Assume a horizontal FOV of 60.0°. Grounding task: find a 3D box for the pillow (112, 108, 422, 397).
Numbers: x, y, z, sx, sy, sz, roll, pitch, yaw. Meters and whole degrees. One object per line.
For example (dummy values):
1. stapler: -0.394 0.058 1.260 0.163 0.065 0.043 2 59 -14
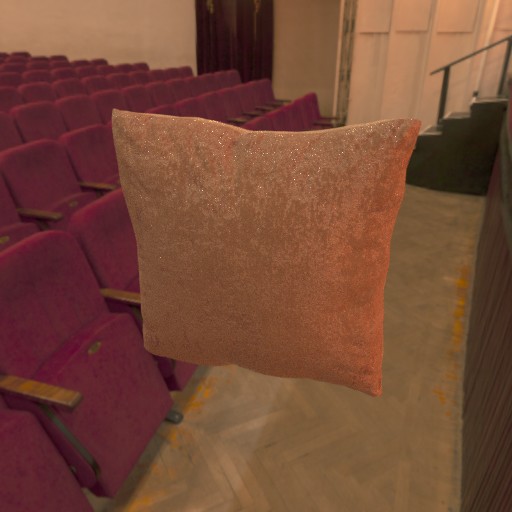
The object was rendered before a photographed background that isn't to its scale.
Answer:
1. pillow: 0.000 0.000 0.715 0.450 0.448 0.245 8 27 16
